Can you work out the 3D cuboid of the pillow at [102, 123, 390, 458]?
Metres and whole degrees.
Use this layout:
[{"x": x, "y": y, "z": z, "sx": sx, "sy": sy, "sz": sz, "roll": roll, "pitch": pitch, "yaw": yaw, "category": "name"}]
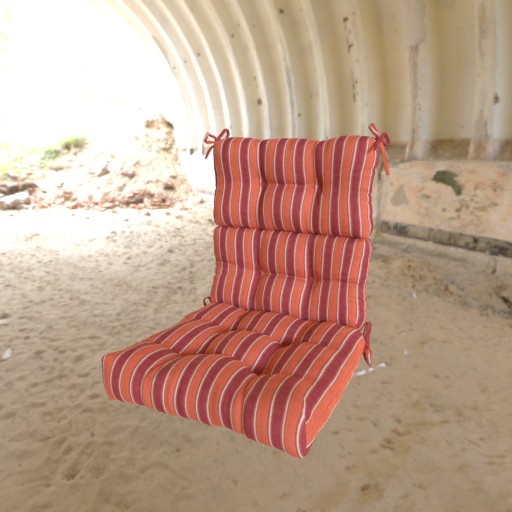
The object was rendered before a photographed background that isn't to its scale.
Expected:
[{"x": 0.000, "y": 0.000, "z": 1.033, "sx": 0.519, "sy": 0.605, "sz": 0.571, "roll": 7, "pitch": 15, "yaw": 26, "category": "pillow"}]
